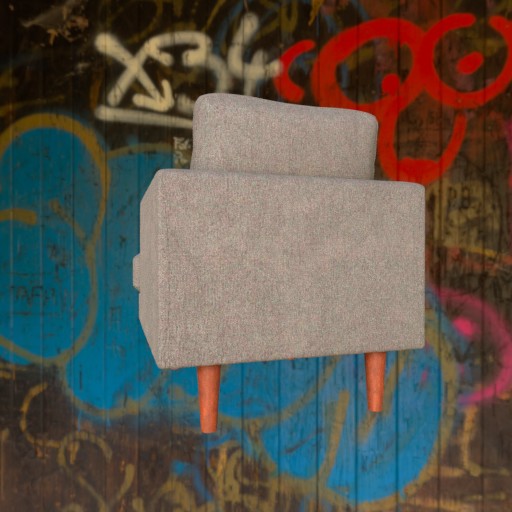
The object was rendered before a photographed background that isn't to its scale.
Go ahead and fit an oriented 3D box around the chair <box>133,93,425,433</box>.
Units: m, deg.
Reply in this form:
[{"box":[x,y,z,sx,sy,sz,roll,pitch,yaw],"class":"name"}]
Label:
[{"box":[0.000,0.000,1.660,0.858,0.957,0.899,0,1,-18],"class":"chair"}]
